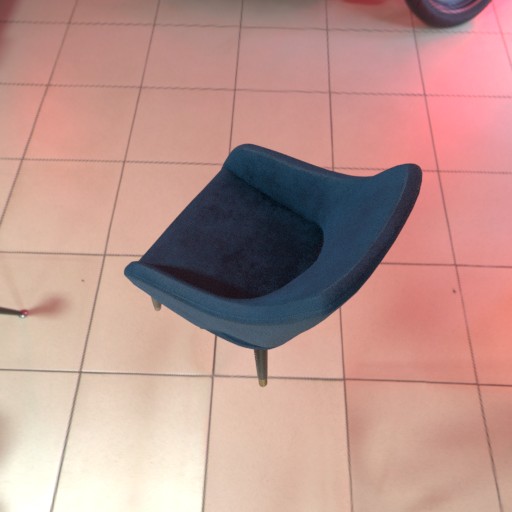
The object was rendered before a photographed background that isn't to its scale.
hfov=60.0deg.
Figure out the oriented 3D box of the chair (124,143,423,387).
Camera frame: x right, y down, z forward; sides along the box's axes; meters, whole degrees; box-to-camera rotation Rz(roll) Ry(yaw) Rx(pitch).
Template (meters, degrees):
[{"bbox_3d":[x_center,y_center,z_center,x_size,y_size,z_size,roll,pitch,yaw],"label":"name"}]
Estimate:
[{"bbox_3d":[0.000,0.000,1.607,0.794,1.081,0.683,32,67,15],"label":"chair"}]
